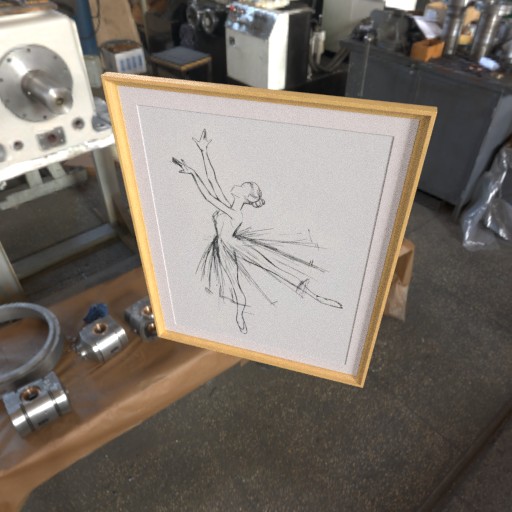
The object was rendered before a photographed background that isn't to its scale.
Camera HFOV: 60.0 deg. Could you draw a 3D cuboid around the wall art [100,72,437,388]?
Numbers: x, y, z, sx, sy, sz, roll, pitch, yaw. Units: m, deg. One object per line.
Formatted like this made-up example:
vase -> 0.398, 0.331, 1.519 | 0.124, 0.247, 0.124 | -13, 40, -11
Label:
wall art -> 0.000, 0.000, 1.346 | 0.798, 1.002, 0.030 | 11, 41, 13
